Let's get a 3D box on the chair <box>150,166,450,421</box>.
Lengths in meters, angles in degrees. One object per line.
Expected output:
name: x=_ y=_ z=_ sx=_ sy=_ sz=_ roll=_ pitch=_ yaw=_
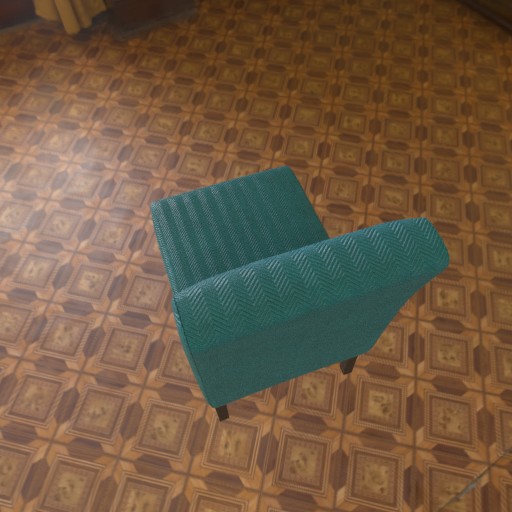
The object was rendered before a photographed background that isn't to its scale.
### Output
chair: x=0.000 y=0.000 z=1.416 sx=0.579 sy=0.927 sz=0.808 roll=-17 pitch=60 yaw=-10
